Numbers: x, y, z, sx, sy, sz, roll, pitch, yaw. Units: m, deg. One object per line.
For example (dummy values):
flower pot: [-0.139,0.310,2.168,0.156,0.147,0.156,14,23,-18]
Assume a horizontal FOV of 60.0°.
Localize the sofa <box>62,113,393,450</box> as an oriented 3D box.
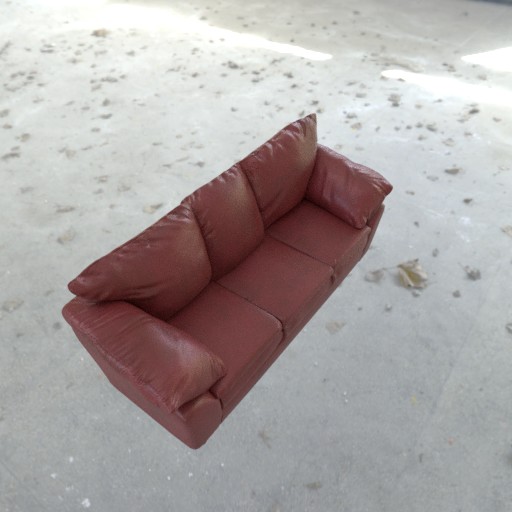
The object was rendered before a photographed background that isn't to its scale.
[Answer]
sofa: [0.000,0.000,2.928,0.907,1.091,2.390,27,49,26]
